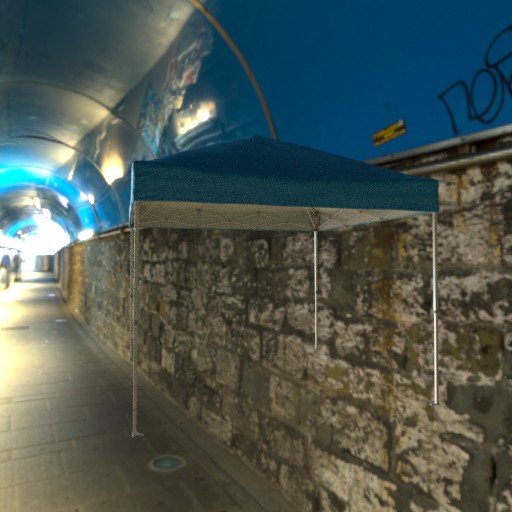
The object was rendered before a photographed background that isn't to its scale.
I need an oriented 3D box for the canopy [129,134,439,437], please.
[{"bbox_3d":[0.000,0.000,5.457,2.996,2.997,2.998,0,-1,-16],"label":"canopy"}]
